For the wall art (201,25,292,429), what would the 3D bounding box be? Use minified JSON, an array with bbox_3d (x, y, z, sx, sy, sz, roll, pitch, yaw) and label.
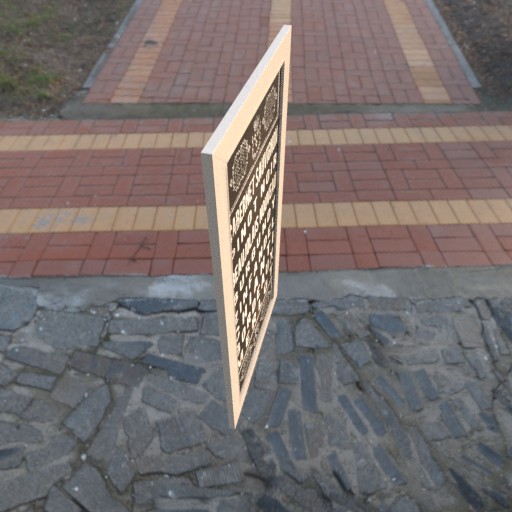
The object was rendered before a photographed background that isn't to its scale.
[{"bbox_3d":[0.000,0.000,0.826,0.013,0.683,0.380,11,47,11],"label":"wall art"}]
